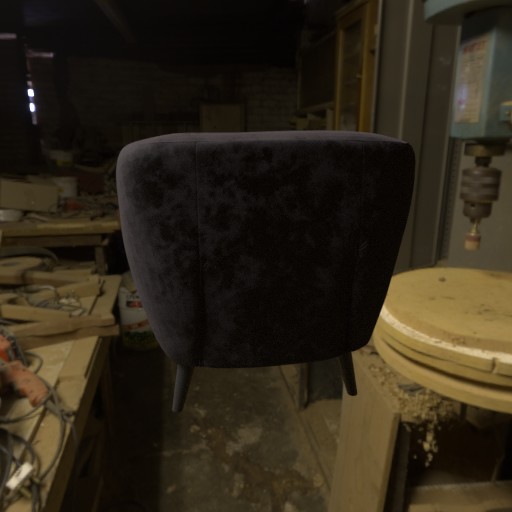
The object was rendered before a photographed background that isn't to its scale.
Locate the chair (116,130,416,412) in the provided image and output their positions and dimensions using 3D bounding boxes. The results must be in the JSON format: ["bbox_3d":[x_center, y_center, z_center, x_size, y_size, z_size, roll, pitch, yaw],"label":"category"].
[{"bbox_3d":[0.000,0.000,1.478,0.840,0.807,0.819,-2,16,-8],"label":"chair"}]
